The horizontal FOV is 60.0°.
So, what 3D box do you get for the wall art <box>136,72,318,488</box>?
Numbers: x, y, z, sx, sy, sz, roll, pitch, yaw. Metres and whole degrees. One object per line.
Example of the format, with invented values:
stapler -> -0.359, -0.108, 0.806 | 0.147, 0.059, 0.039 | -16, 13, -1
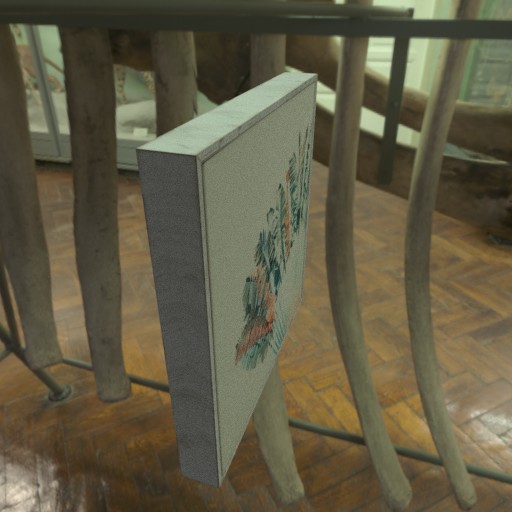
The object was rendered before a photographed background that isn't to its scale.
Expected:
wall art -> 0.000, 0.000, 0.446 | 0.038, 0.303, 0.305 | 10, 32, 17
